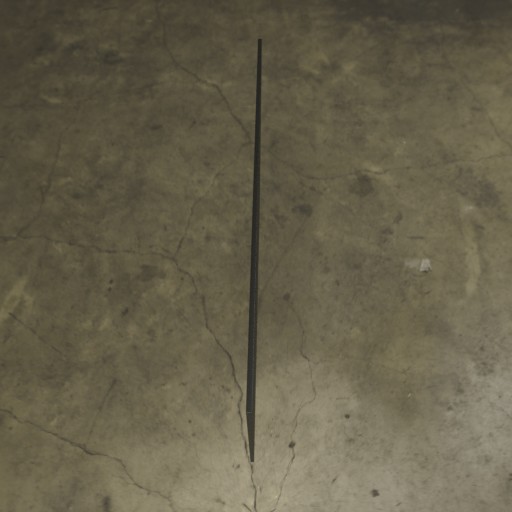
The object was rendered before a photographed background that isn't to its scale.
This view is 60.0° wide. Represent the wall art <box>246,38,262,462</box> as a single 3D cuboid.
[{"bbox_3d":[0.000,0.000,1.506,0.013,0.811,1.192,1,59,1],"label":"wall art"}]
